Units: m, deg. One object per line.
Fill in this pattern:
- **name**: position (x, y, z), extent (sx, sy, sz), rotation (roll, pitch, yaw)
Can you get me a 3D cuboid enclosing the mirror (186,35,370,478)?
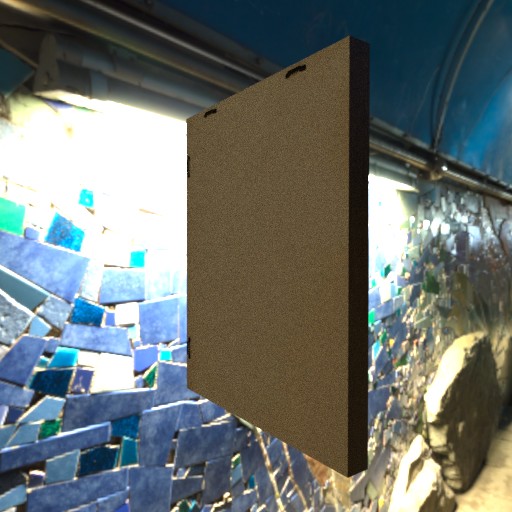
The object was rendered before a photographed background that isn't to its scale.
- **mirror**: position (0.000, 0.000, 0.681), extent (0.041, 0.508, 0.405), rotation (-1, 1, -36)
